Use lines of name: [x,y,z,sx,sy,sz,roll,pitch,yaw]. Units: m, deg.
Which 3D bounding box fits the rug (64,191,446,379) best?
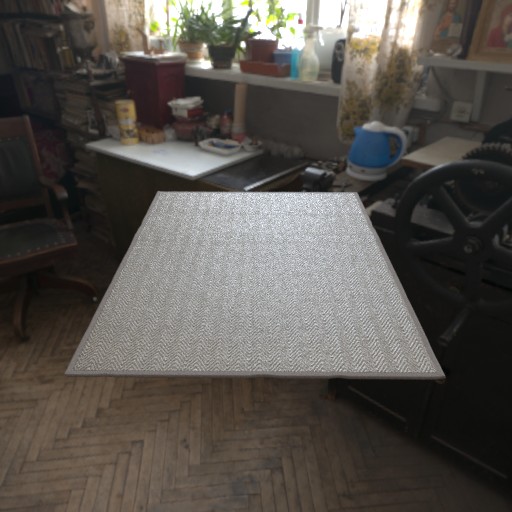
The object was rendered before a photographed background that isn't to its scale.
rug: [0.000,0.000,4.100,2.434,0.032,3.007,0,31,0]
